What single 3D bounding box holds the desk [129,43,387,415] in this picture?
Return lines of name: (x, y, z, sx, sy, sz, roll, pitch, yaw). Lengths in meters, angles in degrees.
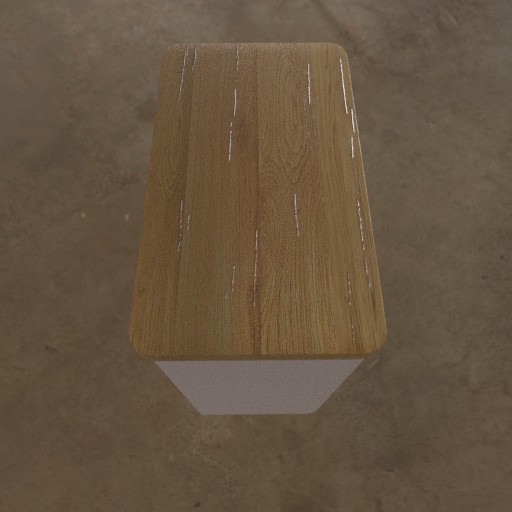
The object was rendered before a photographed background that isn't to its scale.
desk: (0.000, 0.000, 1.259, 0.440, 0.790, 0.760, 0, 64, 0)
